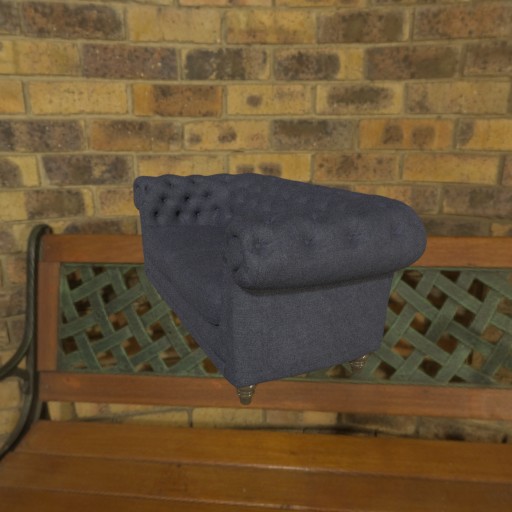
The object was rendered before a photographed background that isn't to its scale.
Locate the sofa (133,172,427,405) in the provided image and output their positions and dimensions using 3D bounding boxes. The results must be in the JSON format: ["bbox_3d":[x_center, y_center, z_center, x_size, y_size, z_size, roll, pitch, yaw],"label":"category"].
[{"bbox_3d":[0.000,0.000,2.602,1.082,0.833,1.988,-7,17,-25],"label":"sofa"}]
